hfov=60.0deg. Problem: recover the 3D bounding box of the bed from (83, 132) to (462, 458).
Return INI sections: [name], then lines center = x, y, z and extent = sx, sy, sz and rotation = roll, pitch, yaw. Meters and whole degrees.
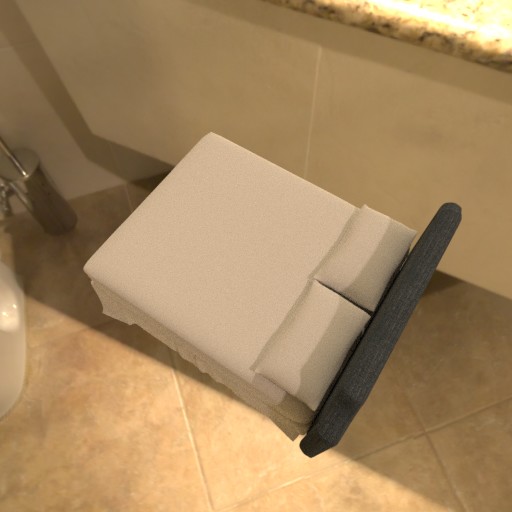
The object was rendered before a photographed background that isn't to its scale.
[bed]
center = 0.000, 0.000, 3.333
extent = 2.208, 1.297, 1.828
rotation = 31, 67, 15
